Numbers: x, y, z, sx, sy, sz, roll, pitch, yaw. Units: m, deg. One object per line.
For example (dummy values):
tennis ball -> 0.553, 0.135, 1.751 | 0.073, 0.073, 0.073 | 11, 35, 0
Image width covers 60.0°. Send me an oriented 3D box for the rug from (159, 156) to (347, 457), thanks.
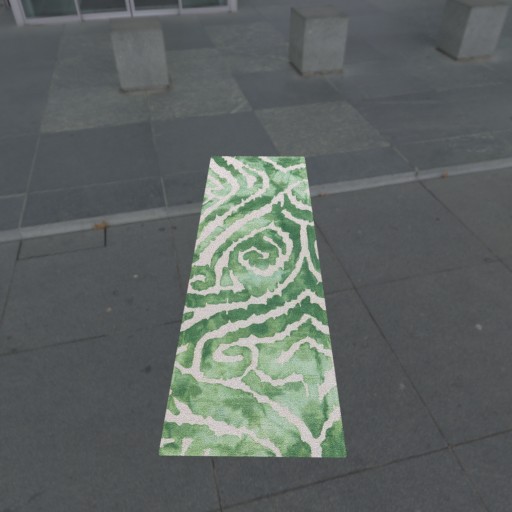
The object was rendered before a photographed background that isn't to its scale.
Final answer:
rug -> 0.000, 0.000, 2.704 | 0.761, 0.006, 2.438 | 0, 42, 1
